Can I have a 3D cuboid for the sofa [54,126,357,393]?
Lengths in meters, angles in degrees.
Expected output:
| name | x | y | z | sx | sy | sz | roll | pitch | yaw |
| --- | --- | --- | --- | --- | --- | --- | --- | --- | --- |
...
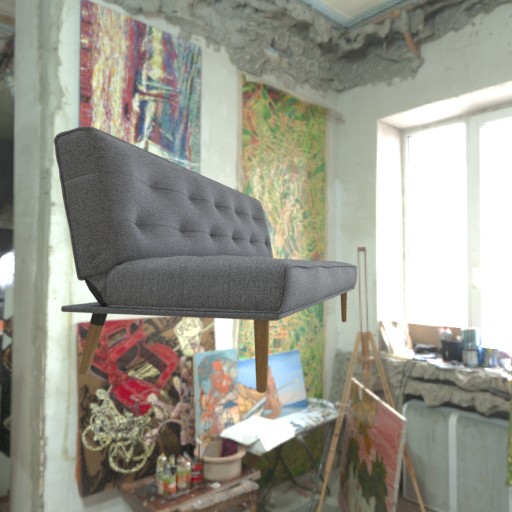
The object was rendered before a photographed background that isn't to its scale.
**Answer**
| name | x | y | z | sx | sy | sz | roll | pitch | yaw |
| --- | --- | --- | --- | --- | --- | --- | --- | --- | --- |
| sofa | 0.000 | 0.000 | 2.195 | 0.810 | 0.830 | 1.820 | 0 | -1 | 19 |
